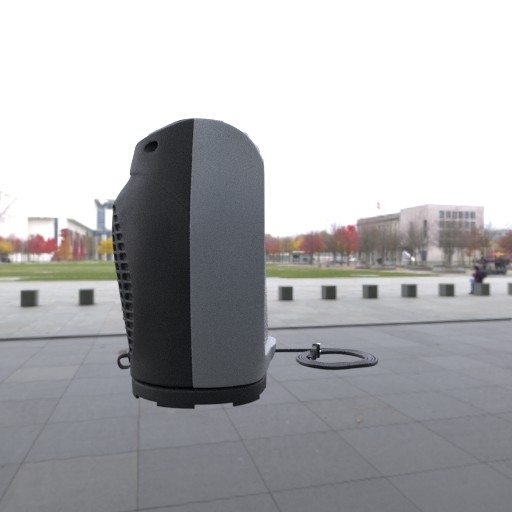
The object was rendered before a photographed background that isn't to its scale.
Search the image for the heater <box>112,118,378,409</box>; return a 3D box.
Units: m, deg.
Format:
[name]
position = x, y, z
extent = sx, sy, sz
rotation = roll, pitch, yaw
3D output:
[heater]
position = 0.000, 0.000, 0.469
extent = 0.291, 0.255, 0.239
rotation = 0, 0, 1
